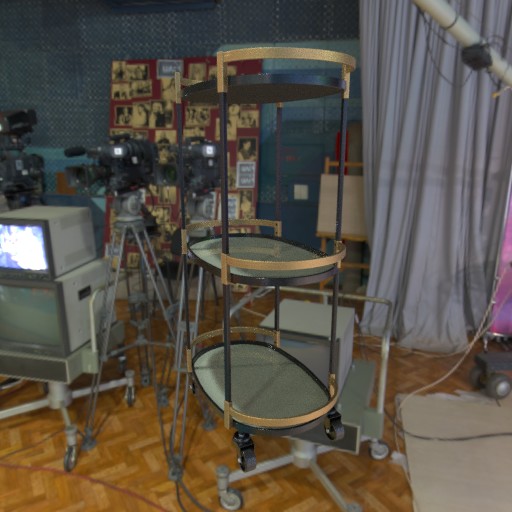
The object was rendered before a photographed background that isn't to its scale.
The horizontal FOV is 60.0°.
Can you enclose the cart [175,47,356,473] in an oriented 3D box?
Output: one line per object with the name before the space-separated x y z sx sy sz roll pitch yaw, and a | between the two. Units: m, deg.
cart | 0.000 0.000 1.123 0.311 0.885 0.515 -7 16 -25
